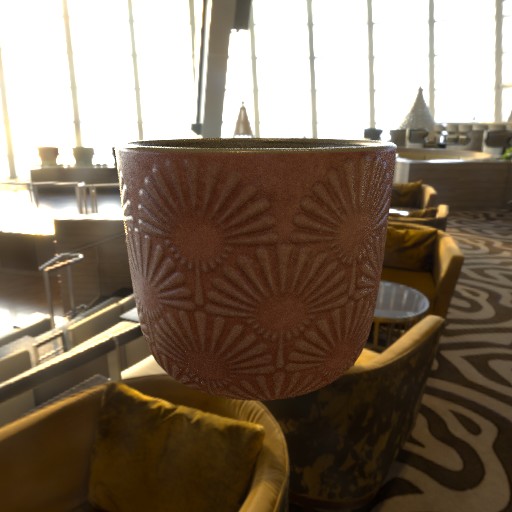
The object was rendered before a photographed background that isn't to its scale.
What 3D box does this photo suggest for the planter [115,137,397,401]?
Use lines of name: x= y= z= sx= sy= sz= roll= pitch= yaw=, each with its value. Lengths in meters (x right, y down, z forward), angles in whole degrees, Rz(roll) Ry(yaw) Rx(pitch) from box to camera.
planter: x=0.000 y=0.000 z=0.218 sx=0.124 sy=0.109 sz=0.124 roll=0 pitch=17 yaw=0
